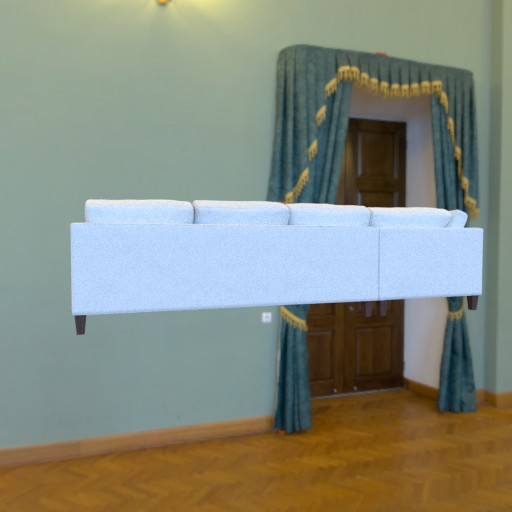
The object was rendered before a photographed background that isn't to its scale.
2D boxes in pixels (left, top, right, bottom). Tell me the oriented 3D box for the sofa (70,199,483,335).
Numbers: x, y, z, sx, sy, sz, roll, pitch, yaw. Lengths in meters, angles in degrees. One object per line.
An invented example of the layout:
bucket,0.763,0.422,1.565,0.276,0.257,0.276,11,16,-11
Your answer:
sofa,0.000,0.000,4.300,3.182,0.863,2.432,-1,2,-19
